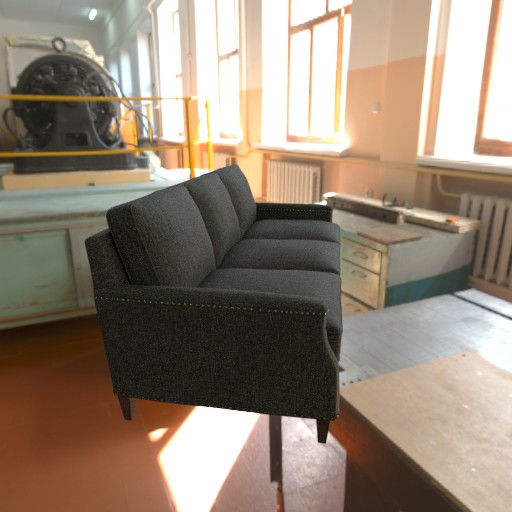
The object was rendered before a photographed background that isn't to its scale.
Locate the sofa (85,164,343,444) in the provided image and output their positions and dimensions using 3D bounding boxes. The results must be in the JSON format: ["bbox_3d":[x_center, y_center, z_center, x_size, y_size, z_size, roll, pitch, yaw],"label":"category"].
[{"bbox_3d":[0.000,0.000,2.842,1.084,1.003,2.246,3,17,10],"label":"sofa"}]
